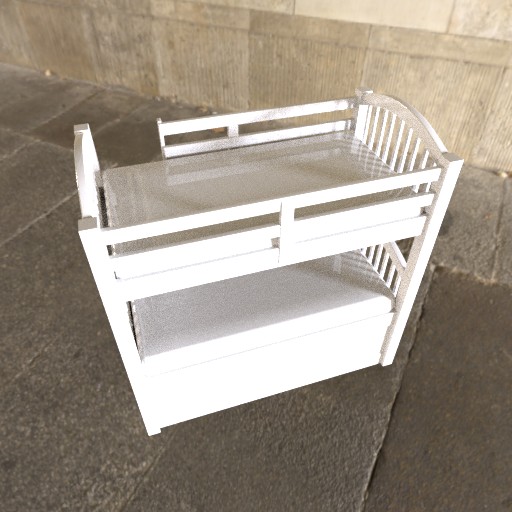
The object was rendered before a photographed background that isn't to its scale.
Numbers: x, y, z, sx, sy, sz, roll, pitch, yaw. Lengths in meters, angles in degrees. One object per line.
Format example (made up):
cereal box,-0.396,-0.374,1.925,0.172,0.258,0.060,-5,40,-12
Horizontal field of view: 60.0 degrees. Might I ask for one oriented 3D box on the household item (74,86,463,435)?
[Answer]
household item,0.000,0.000,3.224,2.032,2.032,1.143,-12,44,-13
